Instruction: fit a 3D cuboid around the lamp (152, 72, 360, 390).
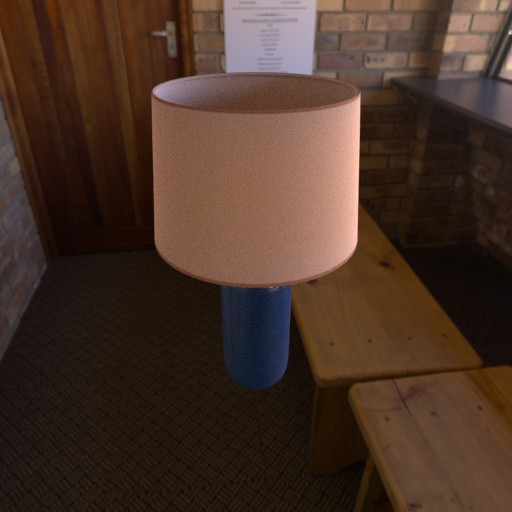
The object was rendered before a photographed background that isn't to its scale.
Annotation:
[{"bbox_3d":[0.000,0.000,0.845,0.367,0.609,0.367,0,31,0],"label":"lamp"}]
